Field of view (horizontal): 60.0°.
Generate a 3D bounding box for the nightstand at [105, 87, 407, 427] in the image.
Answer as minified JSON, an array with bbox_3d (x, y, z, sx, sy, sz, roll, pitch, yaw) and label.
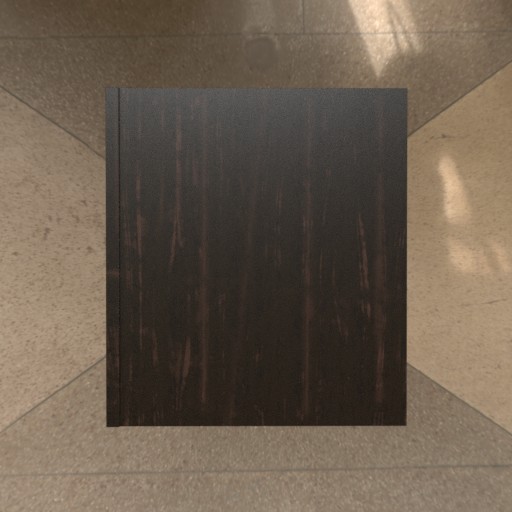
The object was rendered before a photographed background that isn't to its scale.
[{"bbox_3d":[0.000,0.000,0.801,0.356,0.559,0.400,0,90,0],"label":"nightstand"}]
